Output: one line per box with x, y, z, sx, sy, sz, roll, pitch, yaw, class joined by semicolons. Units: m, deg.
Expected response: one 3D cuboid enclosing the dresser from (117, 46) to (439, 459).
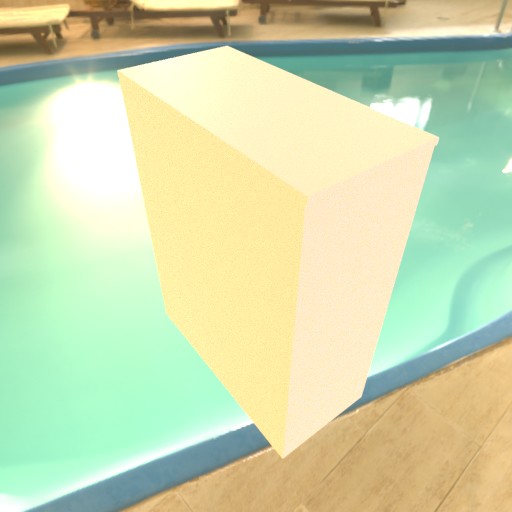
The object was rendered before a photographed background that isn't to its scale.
0.000;0.000;1.444;0.380;1.040;0.800;-27;48;-27;dresser
